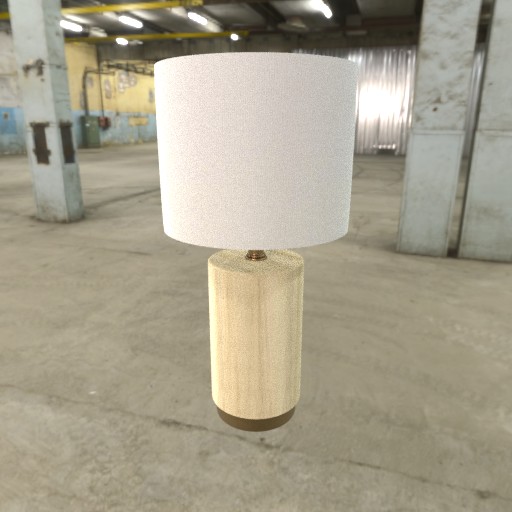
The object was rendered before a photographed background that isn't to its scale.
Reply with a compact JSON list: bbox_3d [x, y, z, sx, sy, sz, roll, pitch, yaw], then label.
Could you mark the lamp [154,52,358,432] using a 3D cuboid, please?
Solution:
[{"bbox_3d":[0.000,0.000,0.566,0.228,0.444,0.228,-15,22,-42],"label":"lamp"}]
